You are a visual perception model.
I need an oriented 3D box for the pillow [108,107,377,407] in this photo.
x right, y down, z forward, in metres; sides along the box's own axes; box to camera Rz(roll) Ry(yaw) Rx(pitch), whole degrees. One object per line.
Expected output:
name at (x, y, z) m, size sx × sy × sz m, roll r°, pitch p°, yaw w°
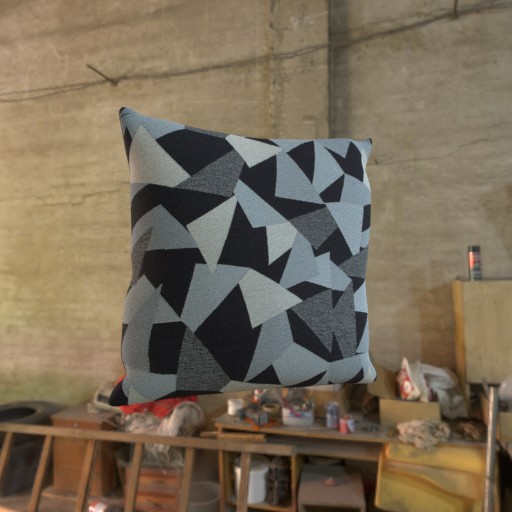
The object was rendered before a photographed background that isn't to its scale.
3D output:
pillow at (0.000, 0.000, 0.802) m, size 0.503 × 0.496 × 0.208 m, roll 1°, pitch -2°, yaw -18°
